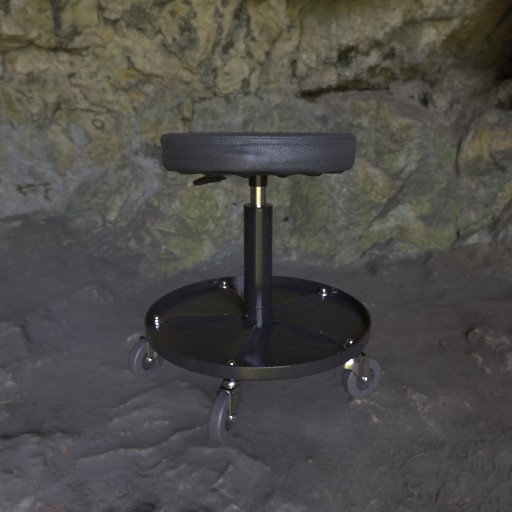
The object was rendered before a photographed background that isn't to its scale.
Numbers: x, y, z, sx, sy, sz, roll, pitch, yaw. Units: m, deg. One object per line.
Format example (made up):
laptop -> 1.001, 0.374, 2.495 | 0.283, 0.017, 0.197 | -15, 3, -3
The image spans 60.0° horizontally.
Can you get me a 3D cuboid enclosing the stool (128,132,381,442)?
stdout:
stool -> 0.000, 0.000, 0.682 | 0.382, 0.365, 0.381 | 15, 22, 41
